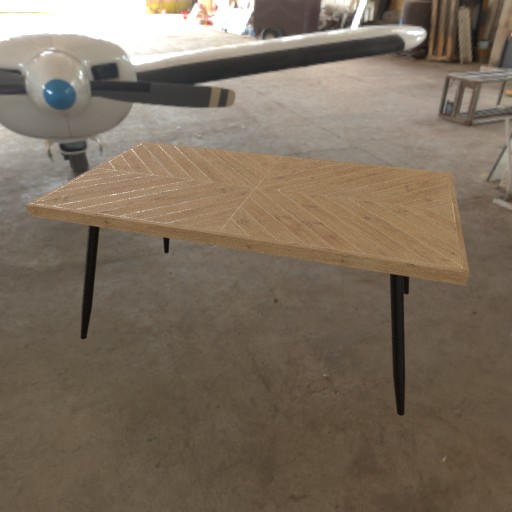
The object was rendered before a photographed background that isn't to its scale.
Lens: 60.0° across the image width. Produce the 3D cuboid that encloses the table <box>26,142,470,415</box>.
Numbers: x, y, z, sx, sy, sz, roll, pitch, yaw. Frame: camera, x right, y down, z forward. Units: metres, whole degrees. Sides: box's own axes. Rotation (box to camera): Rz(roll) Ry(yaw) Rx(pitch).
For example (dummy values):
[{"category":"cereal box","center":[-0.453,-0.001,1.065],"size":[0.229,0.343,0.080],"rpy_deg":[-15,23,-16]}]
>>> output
[{"category":"table","center":[0.000,0.000,2.307],"size":[1.803,0.762,0.991],"rpy_deg":[9,32,15]}]
